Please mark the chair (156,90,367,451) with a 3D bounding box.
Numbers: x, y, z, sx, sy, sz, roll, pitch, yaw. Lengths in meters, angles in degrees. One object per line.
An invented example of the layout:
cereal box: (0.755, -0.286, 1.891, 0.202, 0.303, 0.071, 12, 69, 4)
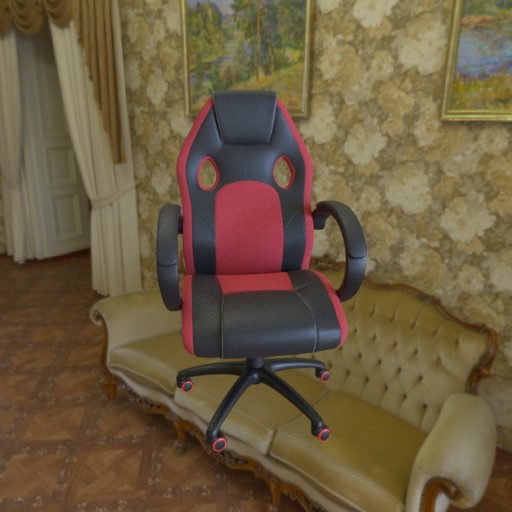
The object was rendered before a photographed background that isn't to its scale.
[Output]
chair: (0.000, 0.000, 1.625, 0.673, 1.187, 0.724, -2, 17, -7)
